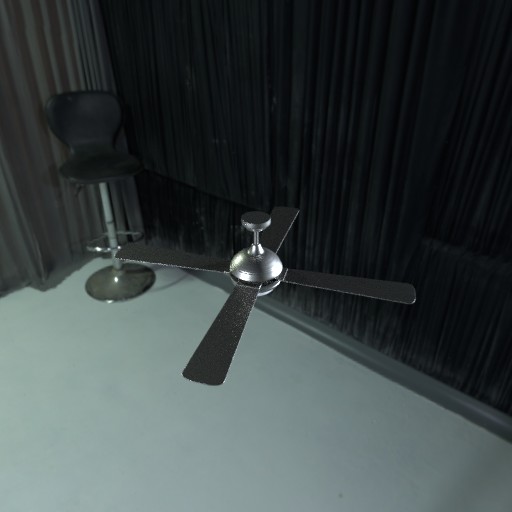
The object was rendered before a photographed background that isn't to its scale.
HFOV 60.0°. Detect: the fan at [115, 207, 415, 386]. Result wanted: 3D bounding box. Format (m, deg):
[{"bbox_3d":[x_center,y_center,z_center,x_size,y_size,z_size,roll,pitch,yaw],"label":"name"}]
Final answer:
[{"bbox_3d":[0.000,0.000,1.972,1.321,0.381,1.321,21,37,30],"label":"fan"}]
